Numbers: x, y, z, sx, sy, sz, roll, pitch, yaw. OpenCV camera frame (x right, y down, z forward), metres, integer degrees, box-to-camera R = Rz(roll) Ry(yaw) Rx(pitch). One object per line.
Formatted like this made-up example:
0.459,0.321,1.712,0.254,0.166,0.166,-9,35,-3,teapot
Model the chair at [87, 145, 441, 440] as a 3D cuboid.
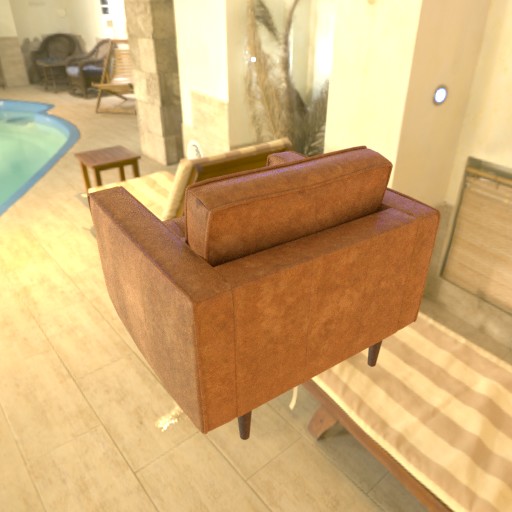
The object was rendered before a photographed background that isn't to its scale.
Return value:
0.000,0.000,1.550,0.928,0.767,0.798,-19,35,-29,chair
